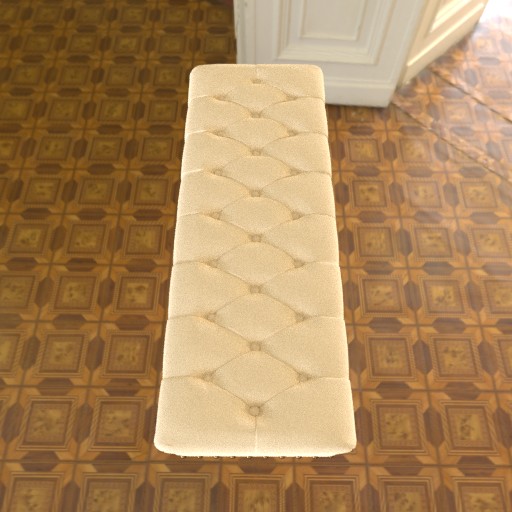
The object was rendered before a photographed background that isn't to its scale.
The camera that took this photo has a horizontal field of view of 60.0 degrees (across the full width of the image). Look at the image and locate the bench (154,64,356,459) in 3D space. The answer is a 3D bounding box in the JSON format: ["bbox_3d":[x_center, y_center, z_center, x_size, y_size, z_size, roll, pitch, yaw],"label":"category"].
[{"bbox_3d":[0.000,0.000,1.266,0.400,0.470,1.054,0,63,0],"label":"bench"}]
